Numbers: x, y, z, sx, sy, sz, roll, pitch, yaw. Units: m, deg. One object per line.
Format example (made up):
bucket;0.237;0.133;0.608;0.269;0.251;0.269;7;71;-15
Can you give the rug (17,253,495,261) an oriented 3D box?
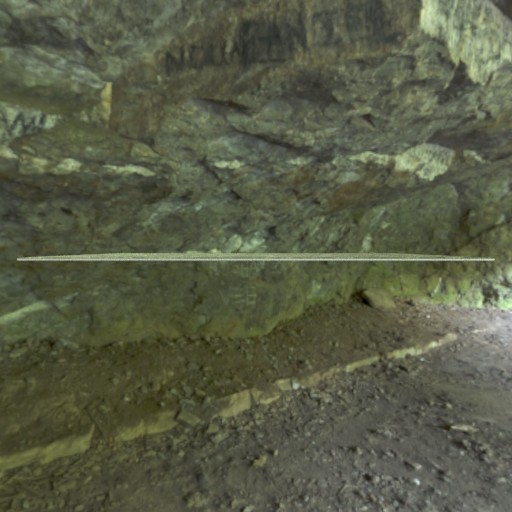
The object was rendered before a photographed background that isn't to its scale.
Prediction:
rug;0.000;0.000;2.291;1.824;0.012;1.206;0;1;1
